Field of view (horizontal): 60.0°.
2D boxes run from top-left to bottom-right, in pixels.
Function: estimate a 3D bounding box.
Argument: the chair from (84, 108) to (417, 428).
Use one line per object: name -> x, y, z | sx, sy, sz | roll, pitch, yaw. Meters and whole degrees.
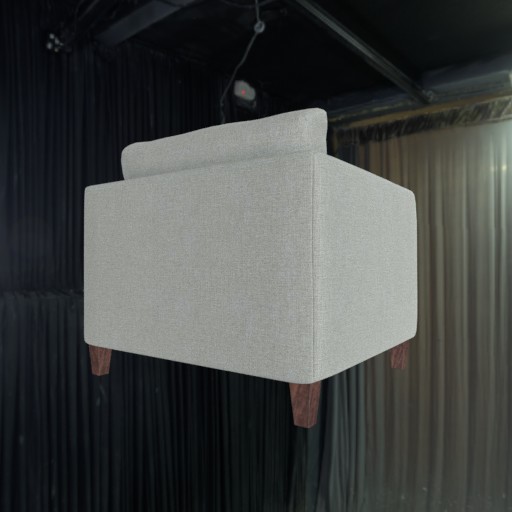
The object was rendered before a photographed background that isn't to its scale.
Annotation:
chair -> 0.000, 0.000, 1.869 | 1.107, 0.963, 0.959 | 0, -1, 36
